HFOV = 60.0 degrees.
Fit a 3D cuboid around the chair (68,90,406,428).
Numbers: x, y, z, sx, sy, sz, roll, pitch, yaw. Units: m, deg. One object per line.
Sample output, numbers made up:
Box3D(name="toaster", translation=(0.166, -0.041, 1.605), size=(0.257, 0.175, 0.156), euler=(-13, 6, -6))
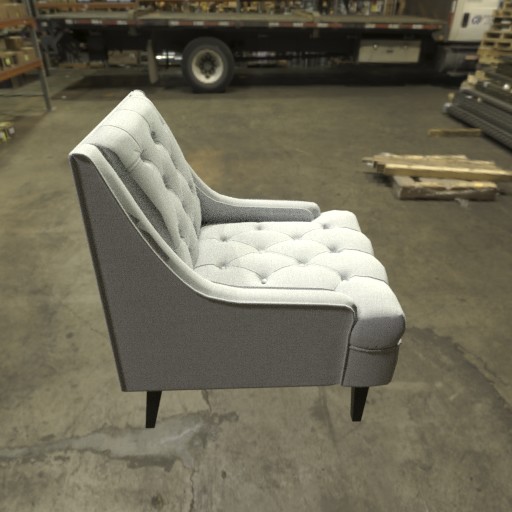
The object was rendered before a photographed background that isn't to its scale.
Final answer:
Box3D(name="chair", translation=(0.000, 0.000, 1.375), size=(0.772, 0.891, 0.658), euler=(-1, 31, -2))
